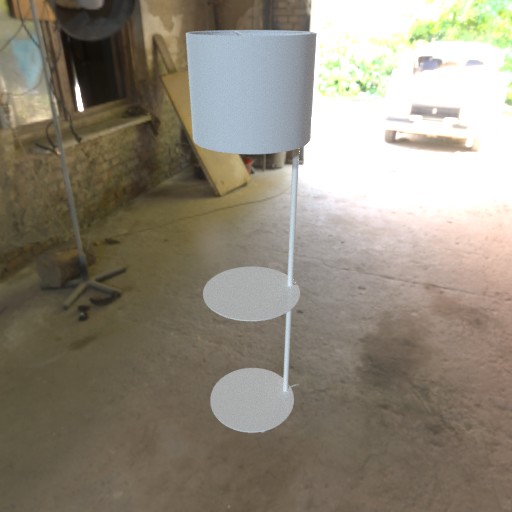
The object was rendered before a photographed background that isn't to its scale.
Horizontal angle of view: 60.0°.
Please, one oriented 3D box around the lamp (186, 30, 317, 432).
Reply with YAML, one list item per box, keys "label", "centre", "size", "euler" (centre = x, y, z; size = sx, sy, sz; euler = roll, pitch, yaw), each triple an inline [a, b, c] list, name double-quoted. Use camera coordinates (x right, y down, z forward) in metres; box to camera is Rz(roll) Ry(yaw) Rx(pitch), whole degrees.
- label: "lamp"
  centre: [0.000, 0.000, 1.626]
  size: [0.405, 1.465, 0.372]
  euler: [-8, 30, -15]
